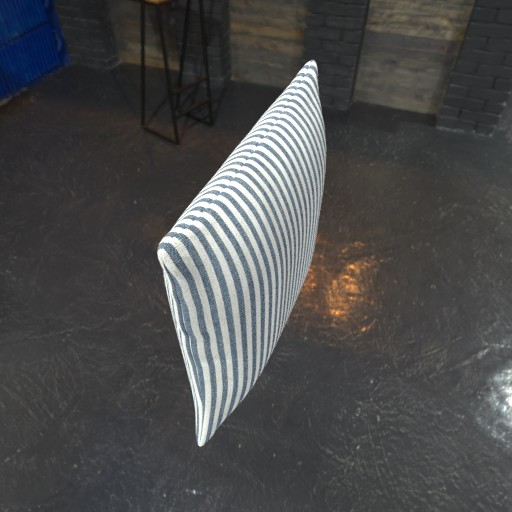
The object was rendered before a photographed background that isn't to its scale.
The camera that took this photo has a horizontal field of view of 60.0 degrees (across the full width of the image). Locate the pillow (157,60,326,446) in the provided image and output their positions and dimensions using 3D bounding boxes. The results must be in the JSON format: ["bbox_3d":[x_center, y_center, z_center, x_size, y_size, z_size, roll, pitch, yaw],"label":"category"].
[{"bbox_3d":[0.000,0.000,0.792,0.166,0.510,0.523,16,48,15],"label":"pillow"}]
